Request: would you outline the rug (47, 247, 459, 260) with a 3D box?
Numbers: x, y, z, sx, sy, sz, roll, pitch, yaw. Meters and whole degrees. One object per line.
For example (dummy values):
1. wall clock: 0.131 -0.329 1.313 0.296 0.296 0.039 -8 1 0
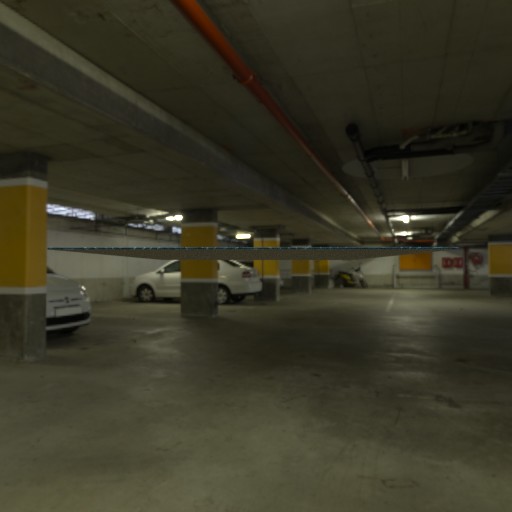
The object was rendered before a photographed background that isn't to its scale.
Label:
1. rug: 0.000 0.000 4.124 2.432 0.012 3.033 0 -2 1
